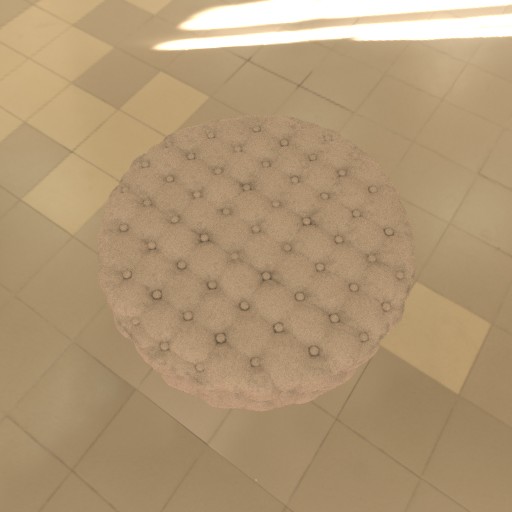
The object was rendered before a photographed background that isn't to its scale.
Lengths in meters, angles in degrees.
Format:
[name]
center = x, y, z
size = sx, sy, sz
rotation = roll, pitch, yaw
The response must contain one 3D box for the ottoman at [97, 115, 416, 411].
[ottoman]
center = 0.000, 0.000, 1.518
size = 0.998, 0.399, 0.998
rotation = 0, 63, 0
